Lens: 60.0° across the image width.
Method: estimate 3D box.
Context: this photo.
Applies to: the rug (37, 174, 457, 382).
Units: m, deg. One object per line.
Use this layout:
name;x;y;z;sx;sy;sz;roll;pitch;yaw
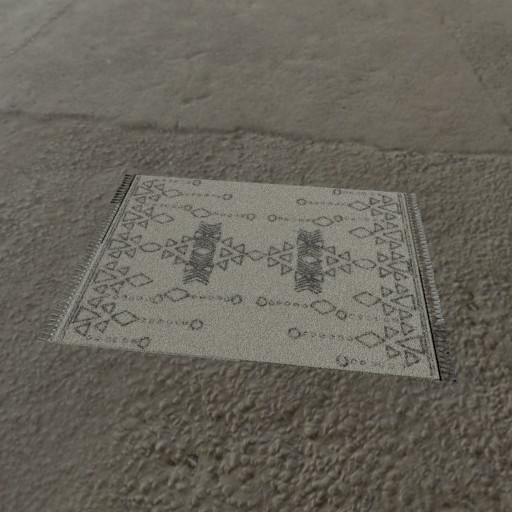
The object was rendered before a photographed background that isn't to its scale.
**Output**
rug;0.000;0.000;2.963;2.312;0.013;1.600;5;46;4
